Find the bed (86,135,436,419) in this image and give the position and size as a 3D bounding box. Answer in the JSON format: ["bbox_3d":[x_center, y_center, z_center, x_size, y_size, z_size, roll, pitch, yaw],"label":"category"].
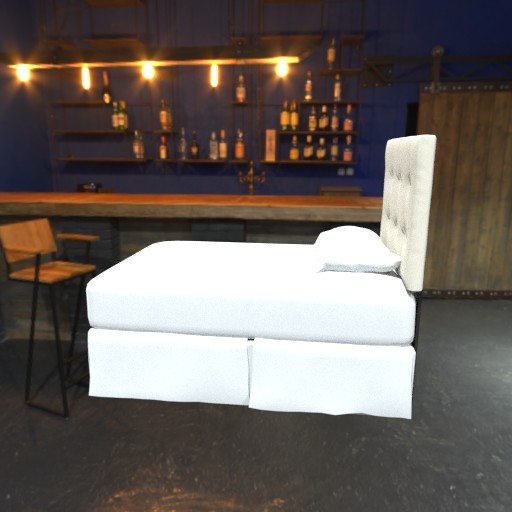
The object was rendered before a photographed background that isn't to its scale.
[{"bbox_3d":[0.000,0.000,3.044,1.997,1.571,1.261,2,14,8],"label":"bed"}]
